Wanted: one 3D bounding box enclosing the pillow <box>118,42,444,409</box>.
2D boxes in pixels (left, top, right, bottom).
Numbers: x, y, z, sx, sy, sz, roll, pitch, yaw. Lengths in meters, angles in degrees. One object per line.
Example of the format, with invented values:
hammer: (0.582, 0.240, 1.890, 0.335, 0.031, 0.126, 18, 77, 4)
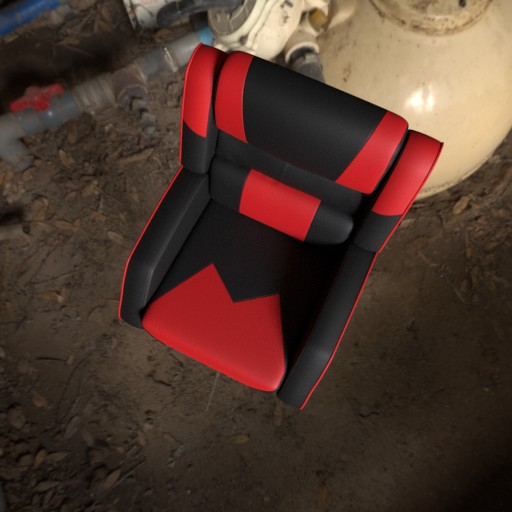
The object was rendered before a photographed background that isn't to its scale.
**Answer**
pillow: (0.000, 0.000, 1.277, 0.620, 0.805, 0.672, 25, 76, 7)
